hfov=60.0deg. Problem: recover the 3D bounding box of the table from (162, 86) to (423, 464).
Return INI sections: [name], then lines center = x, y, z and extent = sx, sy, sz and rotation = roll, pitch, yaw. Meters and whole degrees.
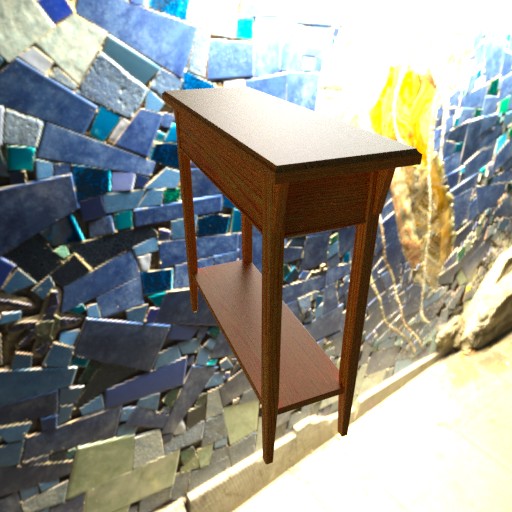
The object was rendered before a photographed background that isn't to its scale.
[table]
center = 0.000, 0.000, 1.130
extent = 0.254, 0.711, 0.762
rotation = -11, 30, -19
